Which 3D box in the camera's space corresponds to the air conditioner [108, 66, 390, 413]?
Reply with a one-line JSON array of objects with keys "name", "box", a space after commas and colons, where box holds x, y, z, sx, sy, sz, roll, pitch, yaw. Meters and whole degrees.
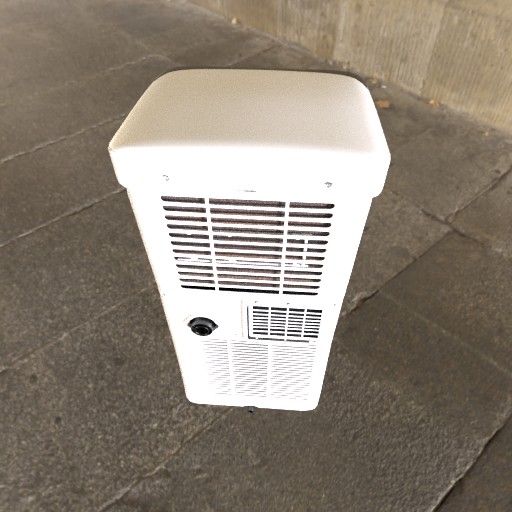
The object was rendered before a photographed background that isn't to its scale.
[{"name": "air conditioner", "box": [0.000, 0.000, 0.900, 0.352, 0.716, 0.369, 3, 46, 3]}]
